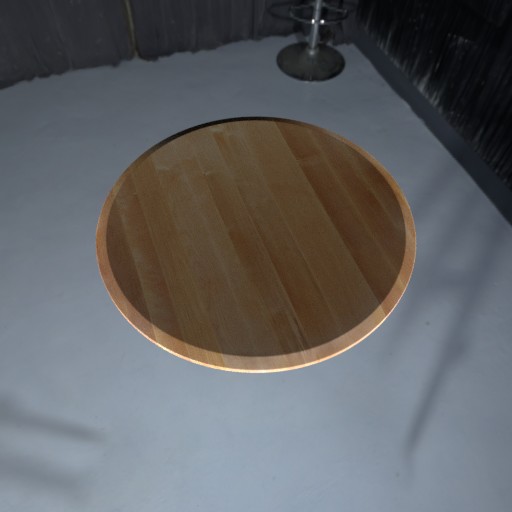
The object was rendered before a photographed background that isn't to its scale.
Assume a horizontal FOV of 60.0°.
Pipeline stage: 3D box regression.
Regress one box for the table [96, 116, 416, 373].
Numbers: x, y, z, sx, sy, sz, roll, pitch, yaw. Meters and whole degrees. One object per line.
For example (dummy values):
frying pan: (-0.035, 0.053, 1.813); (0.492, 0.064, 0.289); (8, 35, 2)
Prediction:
table: (0.000, 0.000, 1.430); (0.900, 0.400, 0.900); (0, 56, 0)
